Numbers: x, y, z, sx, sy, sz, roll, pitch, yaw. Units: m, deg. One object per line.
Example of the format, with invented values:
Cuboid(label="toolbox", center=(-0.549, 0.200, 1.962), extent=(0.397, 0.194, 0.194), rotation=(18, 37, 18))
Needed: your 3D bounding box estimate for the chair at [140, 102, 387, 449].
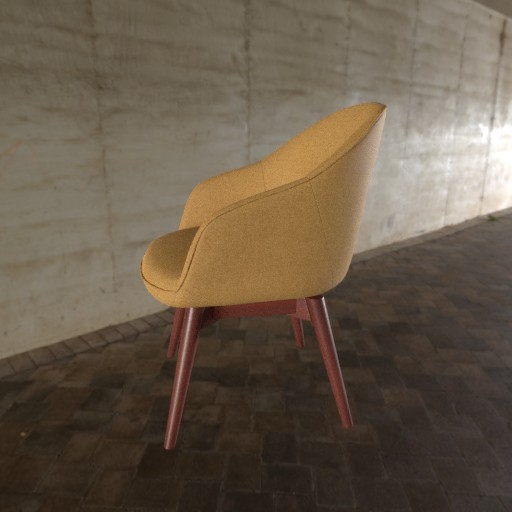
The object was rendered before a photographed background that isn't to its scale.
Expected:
Cuboid(label="chair", center=(0.000, 0.000, 1.250), extent=(0.635, 0.823, 0.596), rotation=(-3, 16, -10))
